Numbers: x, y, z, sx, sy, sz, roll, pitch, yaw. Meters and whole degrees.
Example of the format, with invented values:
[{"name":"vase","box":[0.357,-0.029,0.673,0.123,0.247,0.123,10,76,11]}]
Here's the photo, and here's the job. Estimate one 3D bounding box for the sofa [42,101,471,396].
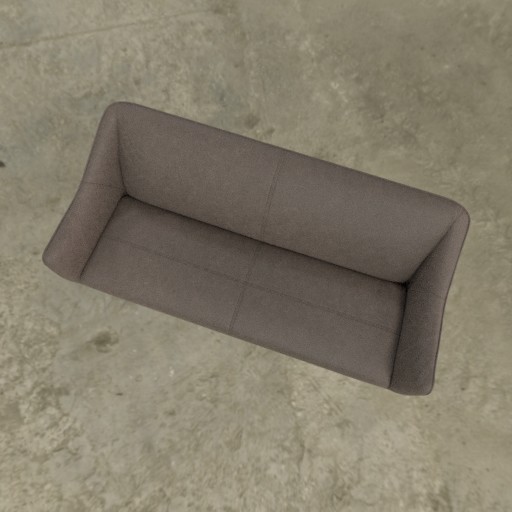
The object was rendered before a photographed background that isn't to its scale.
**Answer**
[{"name":"sofa","box":[0.000,0.000,2.335,1.928,0.831,0.869,18,75,5]}]
